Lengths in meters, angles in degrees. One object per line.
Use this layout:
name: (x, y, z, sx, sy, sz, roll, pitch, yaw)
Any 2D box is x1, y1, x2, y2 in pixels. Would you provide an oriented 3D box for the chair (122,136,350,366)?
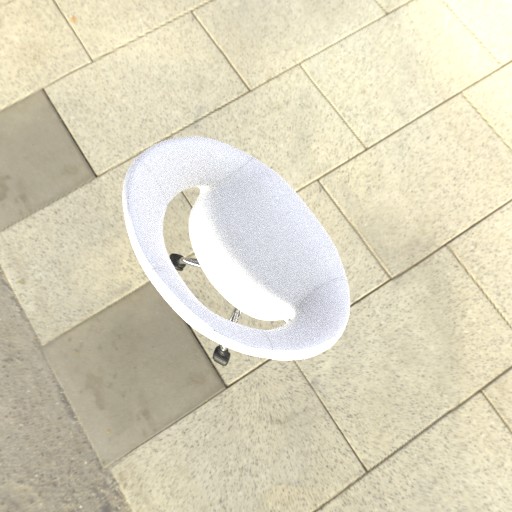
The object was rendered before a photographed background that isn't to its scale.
chair: (0.000, 0.000, 1.187, 0.538, 0.791, 0.612, -34, 78, -8)
